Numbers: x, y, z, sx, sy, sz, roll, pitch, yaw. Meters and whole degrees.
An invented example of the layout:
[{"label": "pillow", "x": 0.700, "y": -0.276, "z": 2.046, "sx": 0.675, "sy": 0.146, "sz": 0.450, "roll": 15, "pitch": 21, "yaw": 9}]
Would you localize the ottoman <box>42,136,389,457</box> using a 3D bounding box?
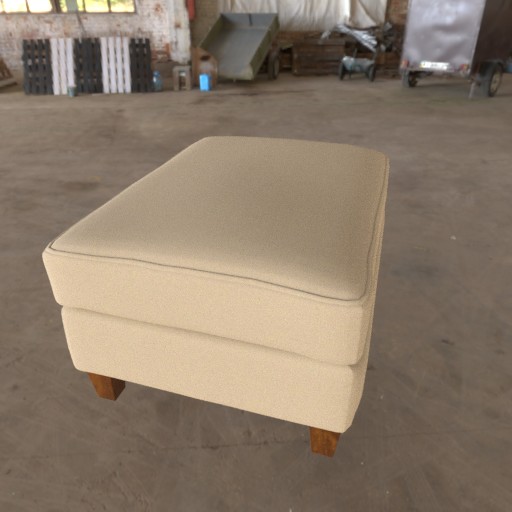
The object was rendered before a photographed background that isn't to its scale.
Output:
[{"label": "ottoman", "x": 0.000, "y": 0.000, "z": 1.177, "sx": 0.634, "sy": 0.485, "sz": 0.818, "roll": 9, "pitch": 31, "yaw": 14}]
